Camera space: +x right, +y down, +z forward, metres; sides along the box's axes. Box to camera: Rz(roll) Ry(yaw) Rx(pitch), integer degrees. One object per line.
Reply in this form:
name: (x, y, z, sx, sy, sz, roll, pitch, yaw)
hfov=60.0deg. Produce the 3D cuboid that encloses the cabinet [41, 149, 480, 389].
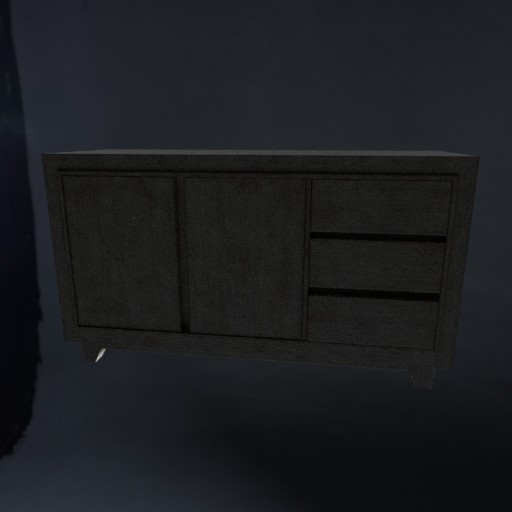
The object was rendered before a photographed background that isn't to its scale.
cabinet: (0.000, 0.000, 1.807, 1.460, 0.825, 0.511, 2, 15, 8)
